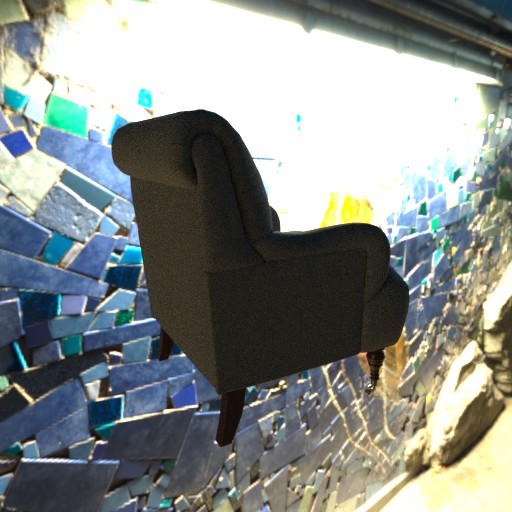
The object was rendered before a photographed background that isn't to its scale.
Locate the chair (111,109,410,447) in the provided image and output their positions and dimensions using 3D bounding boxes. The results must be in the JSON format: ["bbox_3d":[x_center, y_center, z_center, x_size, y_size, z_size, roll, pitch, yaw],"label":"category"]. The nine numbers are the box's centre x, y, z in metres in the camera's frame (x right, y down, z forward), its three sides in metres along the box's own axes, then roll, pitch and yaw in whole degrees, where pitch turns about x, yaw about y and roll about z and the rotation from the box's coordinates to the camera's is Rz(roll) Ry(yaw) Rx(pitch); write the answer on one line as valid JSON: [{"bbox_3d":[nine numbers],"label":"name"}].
[{"bbox_3d":[0.000,0.000,1.591,0.843,0.942,0.766,-7,15,-27],"label":"chair"}]
